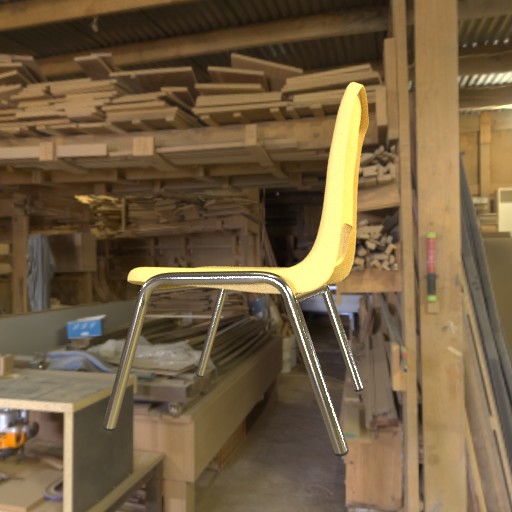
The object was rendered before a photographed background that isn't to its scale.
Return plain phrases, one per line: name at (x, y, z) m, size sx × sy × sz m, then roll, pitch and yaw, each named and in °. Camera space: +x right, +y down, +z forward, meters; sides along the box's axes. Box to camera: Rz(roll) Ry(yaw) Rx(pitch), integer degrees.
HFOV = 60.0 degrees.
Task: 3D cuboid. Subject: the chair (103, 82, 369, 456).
chair at (0.000, 0.000, 0.789) m, size 0.385 × 0.536 × 0.354 m, roll 0°, pitch -1°, yaw 17°
